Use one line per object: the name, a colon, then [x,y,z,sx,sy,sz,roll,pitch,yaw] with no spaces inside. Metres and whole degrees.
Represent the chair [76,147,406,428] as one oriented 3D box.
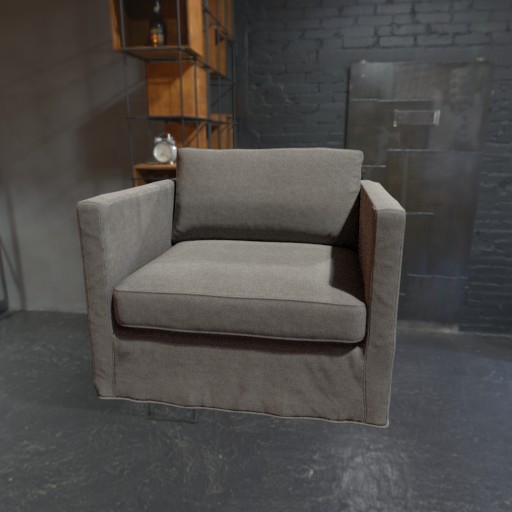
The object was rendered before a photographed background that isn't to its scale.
chair: [0.000,0.000,1.834,1.057,0.863,0.949,3,15,9]
